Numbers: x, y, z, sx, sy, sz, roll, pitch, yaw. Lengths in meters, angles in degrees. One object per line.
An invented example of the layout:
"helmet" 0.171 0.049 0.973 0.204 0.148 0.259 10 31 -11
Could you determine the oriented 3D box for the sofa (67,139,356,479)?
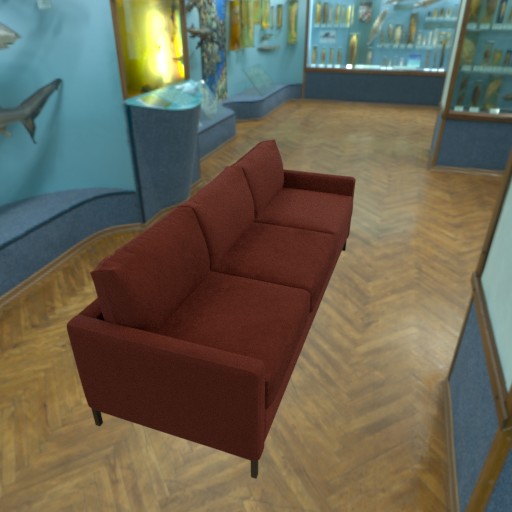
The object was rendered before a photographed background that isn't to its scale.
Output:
"sofa" 0.000 0.000 2.682 0.875 0.879 2.252 10 31 17
